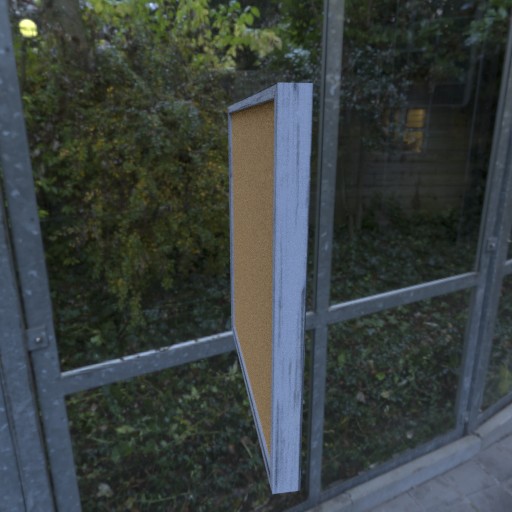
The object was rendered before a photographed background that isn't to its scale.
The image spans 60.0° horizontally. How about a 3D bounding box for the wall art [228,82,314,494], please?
[{"bbox_3d":[0.000,0.000,0.755,0.038,0.506,0.506,-3,16,-9],"label":"wall art"}]
